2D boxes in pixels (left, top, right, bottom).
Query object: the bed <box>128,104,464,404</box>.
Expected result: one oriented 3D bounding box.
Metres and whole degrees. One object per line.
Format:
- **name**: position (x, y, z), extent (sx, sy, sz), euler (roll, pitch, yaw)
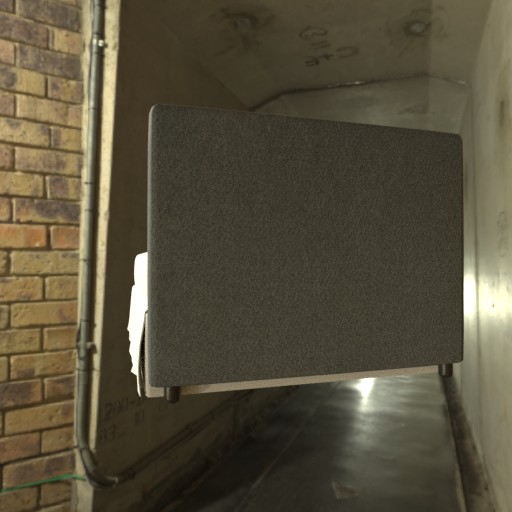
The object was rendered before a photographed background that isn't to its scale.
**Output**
- **bed**: position (0.000, 0.000, 3.141), extent (1.723, 1.330, 2.142), euler (0, -1, -17)
